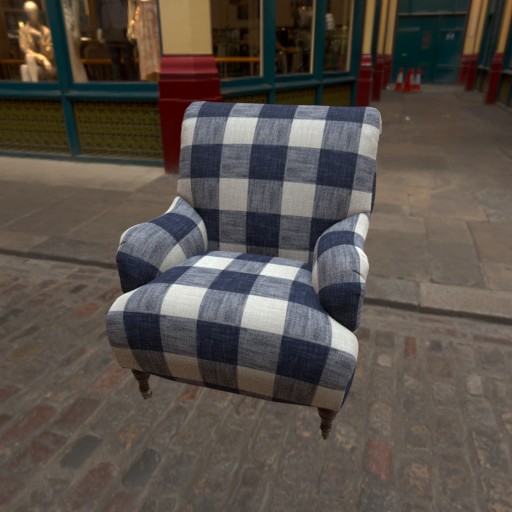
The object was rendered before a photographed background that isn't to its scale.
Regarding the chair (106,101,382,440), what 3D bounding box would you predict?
[{"bbox_3d":[0.000,0.000,1.570,0.781,0.953,0.848,7,26,15],"label":"chair"}]
